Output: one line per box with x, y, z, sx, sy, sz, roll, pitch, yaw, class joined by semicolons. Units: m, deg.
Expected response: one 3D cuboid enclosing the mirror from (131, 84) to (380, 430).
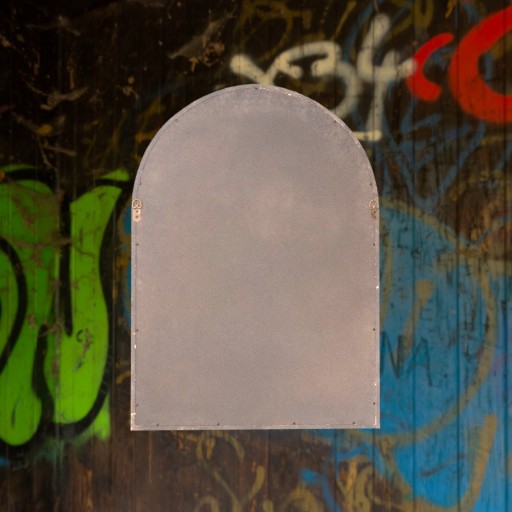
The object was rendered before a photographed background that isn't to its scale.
0.000;0.000;1.194;0.660;0.920;0.032;0;-1;-1;mirror
